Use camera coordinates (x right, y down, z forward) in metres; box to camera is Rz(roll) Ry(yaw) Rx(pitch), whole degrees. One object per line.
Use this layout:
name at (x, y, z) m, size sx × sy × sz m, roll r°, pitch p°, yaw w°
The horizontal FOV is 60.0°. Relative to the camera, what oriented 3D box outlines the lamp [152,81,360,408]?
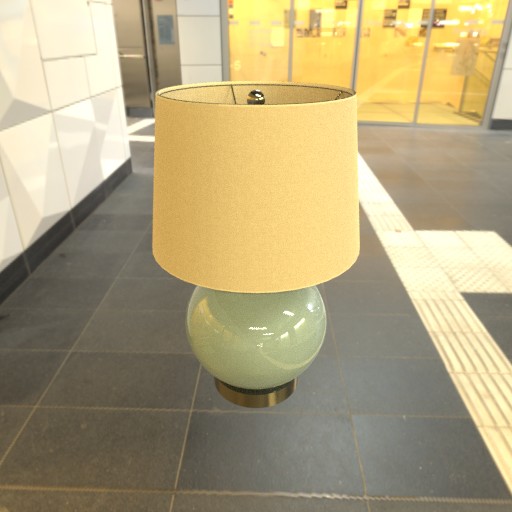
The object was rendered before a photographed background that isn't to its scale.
lamp at (0.000, 0.000, 0.548) m, size 0.247 × 0.387 × 0.247 m, roll 0°, pitch 27°, yaw 0°
